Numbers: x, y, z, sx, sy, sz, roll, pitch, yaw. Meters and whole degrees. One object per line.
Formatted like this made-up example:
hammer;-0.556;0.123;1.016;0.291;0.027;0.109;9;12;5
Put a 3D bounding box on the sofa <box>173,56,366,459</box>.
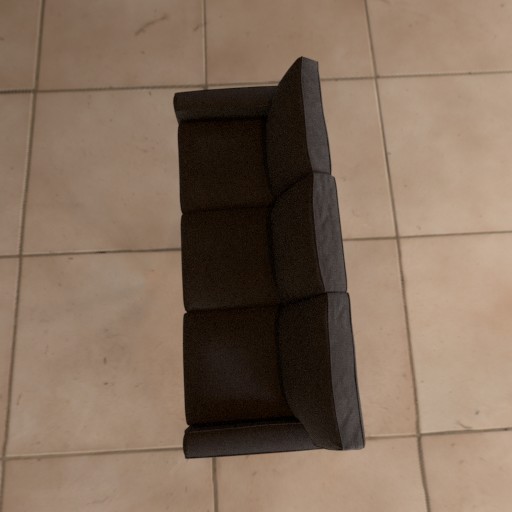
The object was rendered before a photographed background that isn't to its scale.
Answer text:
sofa;0.000;0.000;2.886;1.004;0.978;2.369;-4;76;-1
